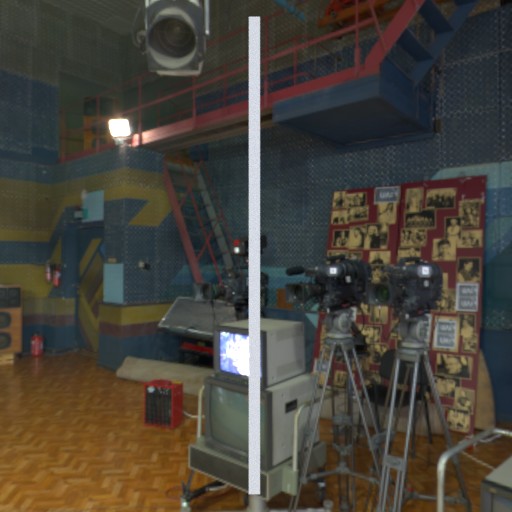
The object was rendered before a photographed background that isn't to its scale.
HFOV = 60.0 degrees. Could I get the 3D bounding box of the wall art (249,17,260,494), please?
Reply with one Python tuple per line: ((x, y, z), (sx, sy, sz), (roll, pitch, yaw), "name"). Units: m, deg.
((0.000, 0.000, 0.685), (0.013, 0.533, 0.381), (0, -1, 1), "wall art")
